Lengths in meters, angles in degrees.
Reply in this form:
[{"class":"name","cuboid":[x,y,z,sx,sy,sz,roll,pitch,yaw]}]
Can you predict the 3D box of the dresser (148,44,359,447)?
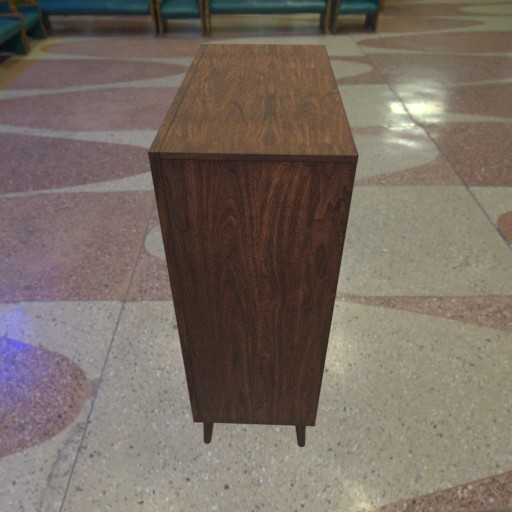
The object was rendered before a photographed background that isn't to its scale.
[{"class":"dresser","cuboid":[0.000,0.000,1.796,0.498,1.365,0.919,1,40,2]}]
